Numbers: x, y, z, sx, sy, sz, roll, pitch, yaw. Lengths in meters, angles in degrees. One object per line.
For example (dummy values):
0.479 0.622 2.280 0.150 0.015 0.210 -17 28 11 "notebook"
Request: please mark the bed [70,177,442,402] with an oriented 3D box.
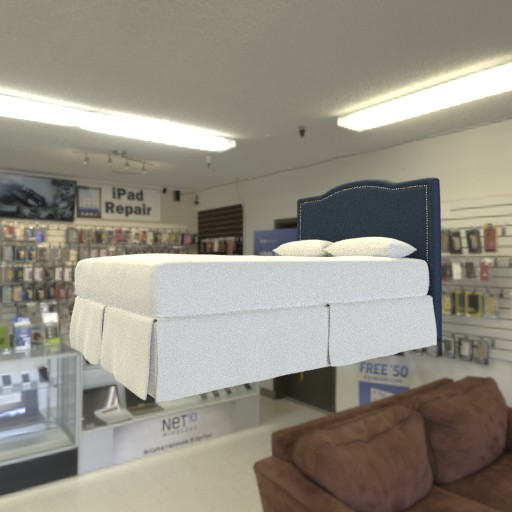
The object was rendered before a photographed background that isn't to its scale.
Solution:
0.000 0.000 3.535 2.507 1.441 1.741 0 0 -35 "bed"
